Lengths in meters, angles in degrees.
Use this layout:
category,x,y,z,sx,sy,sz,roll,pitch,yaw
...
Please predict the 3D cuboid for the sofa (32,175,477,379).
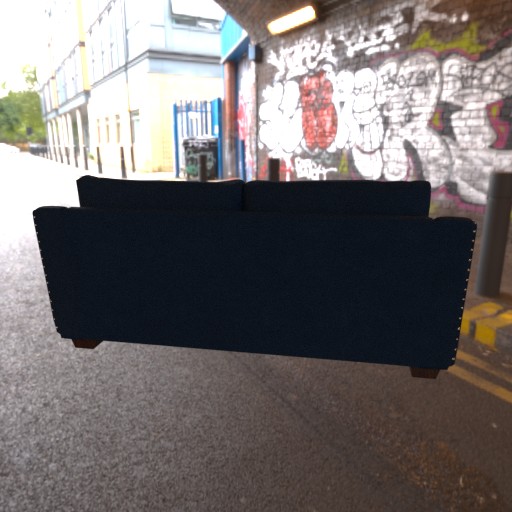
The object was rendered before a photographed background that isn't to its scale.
category,x,y,z,sx,sy,sz,roll,pitch,yaw
sofa,0.000,0.000,2.656,2.107,0.983,1.104,3,15,10
